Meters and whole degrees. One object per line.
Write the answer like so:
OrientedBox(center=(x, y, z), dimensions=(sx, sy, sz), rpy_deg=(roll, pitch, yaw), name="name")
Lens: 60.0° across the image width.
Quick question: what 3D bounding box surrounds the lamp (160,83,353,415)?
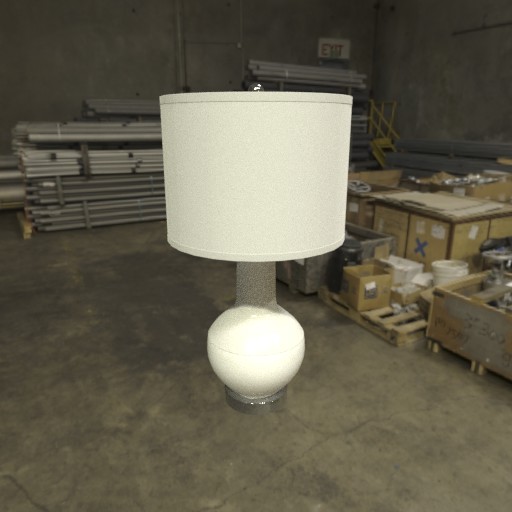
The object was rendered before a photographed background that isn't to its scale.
OrientedBox(center=(0.000, 0.000, 0.923), dimensions=(0.357, 0.673, 0.357), rpy_deg=(-8, 19, -26), name="lamp")
